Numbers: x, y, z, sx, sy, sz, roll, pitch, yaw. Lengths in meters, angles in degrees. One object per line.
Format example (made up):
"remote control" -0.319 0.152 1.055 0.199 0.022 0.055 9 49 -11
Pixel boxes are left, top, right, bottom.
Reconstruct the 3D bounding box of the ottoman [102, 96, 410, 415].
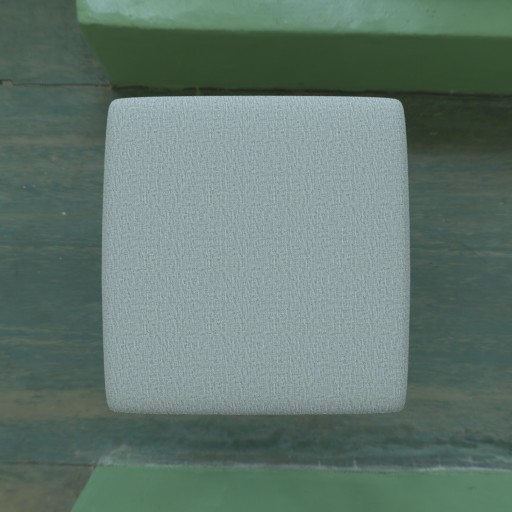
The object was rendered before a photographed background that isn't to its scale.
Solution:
"ottoman" 0.000 0.000 1.066 0.649 0.398 0.650 0 89 0
